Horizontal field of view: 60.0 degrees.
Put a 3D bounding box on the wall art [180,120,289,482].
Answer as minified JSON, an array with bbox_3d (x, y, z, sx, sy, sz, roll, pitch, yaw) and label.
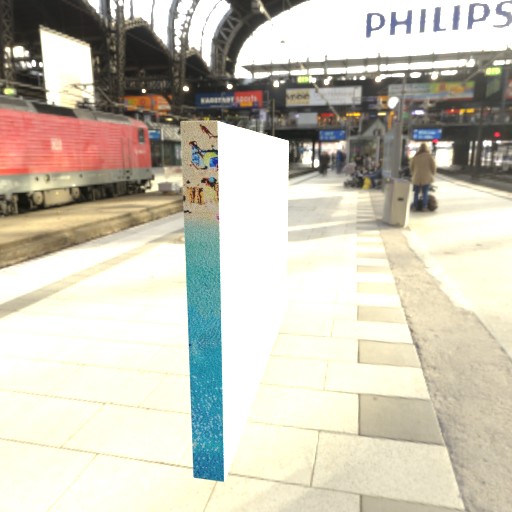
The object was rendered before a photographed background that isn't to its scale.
[{"bbox_3d":[0.000,0.000,1.127,0.057,0.595,0.894,2,13,10],"label":"wall art"}]
